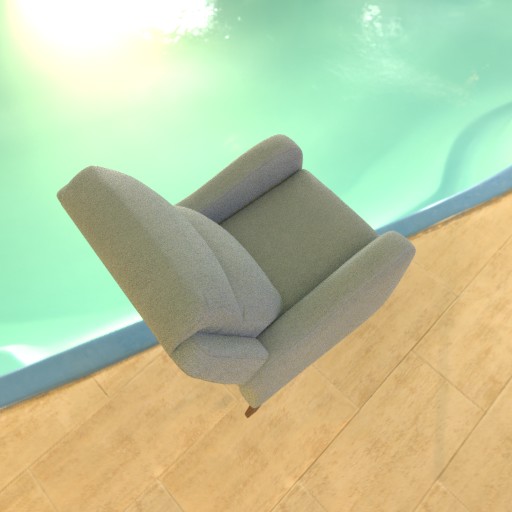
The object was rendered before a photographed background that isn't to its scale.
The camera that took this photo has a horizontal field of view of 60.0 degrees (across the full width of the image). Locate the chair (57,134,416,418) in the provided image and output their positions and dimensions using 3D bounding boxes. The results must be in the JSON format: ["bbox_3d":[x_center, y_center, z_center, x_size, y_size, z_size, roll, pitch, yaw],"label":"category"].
[{"bbox_3d":[0.000,0.000,1.695,0.988,1.067,0.785,-34,65,-19],"label":"chair"}]
